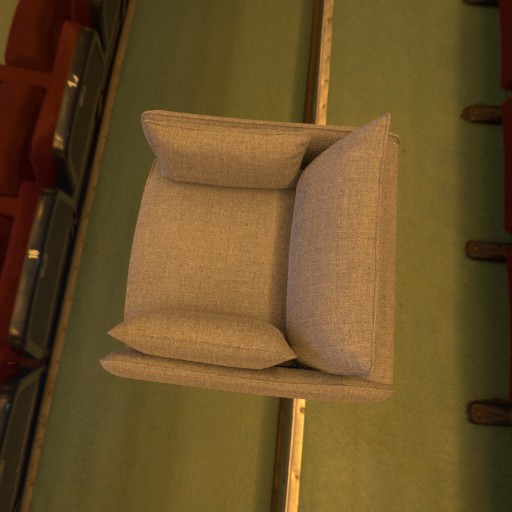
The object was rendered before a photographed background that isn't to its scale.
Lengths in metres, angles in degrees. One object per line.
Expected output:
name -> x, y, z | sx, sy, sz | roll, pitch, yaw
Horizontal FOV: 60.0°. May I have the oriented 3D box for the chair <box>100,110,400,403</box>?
chair -> 0.000, 0.000, 1.681 | 0.976, 0.839, 0.993 | 5, 76, 1
